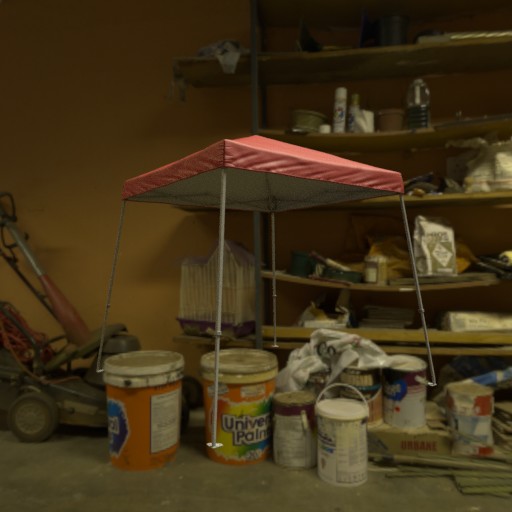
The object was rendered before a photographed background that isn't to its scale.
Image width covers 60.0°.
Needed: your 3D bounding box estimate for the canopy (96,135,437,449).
[{"bbox_3d":[0.000,0.000,5.213,2.849,2.849,2.848,1,-1,-36],"label":"canopy"}]
